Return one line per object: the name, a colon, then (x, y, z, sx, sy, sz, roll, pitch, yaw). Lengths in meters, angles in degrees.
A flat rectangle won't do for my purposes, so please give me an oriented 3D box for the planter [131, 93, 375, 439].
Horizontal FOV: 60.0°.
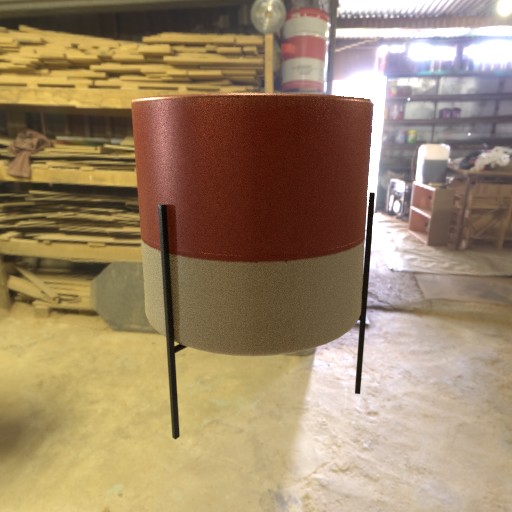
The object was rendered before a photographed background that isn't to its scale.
planter: (0.000, 0.000, 0.705, 0.354, 0.465, 0.345, 2, 16, 8)
